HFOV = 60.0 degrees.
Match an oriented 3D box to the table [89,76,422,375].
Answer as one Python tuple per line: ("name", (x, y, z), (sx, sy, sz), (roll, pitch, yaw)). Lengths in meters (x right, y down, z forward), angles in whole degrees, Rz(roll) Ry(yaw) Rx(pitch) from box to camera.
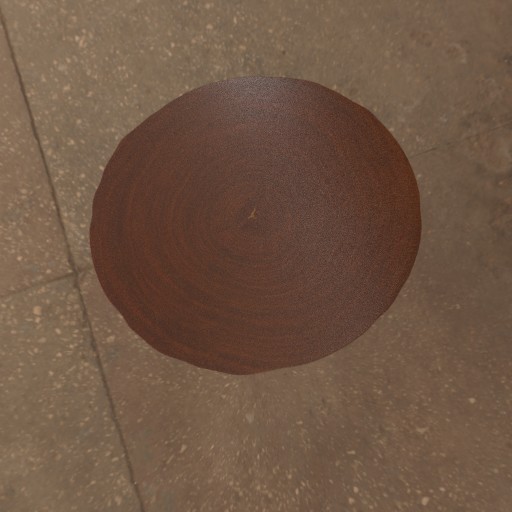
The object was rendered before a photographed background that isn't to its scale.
("table", (0.000, 0.000, 0.763), (0.410, 0.450, 0.380), (-18, 77, -4))
